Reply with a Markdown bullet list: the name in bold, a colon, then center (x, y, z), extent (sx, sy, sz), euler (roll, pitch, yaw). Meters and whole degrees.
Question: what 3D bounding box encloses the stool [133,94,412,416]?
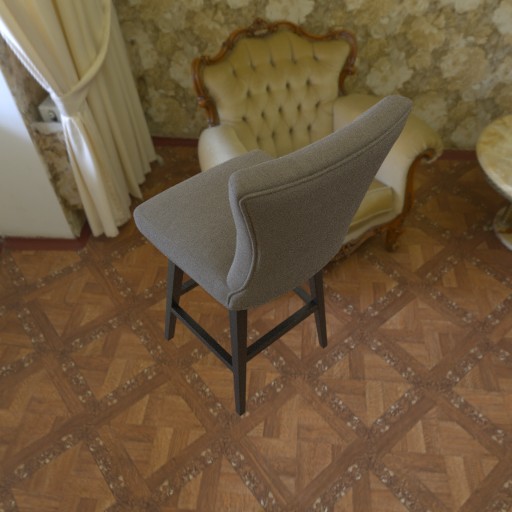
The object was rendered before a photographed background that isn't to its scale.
- **stool**: center (0.000, 0.000, 1.394), extent (0.514, 1.086, 0.574), euler (-32, 55, -26)
